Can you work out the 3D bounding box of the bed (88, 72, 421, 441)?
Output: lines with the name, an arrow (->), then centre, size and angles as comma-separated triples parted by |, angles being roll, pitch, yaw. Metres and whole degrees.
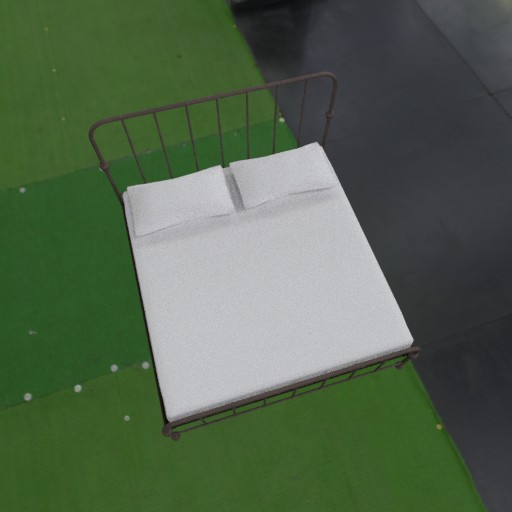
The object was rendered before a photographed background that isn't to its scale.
bed -> 0.000, 0.000, 3.519 | 2.044, 1.446, 2.134 | -15, 64, -8
